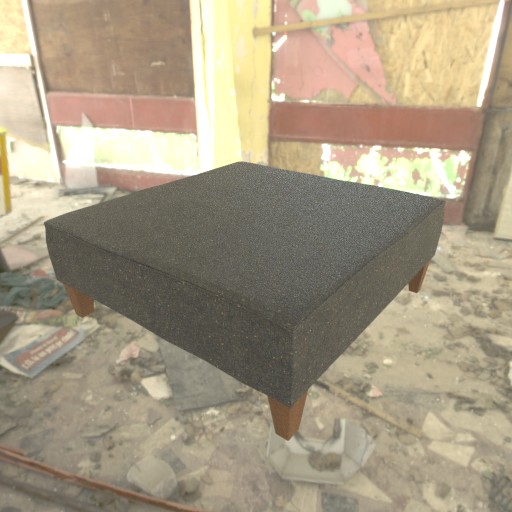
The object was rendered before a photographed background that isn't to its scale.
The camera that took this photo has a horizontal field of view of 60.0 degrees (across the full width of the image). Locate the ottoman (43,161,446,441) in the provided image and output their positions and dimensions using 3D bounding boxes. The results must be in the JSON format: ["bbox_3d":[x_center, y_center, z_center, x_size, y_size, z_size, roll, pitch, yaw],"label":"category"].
[{"bbox_3d":[0.000,0.000,1.571,0.968,0.382,1.004,19,32,33],"label":"ottoman"}]
